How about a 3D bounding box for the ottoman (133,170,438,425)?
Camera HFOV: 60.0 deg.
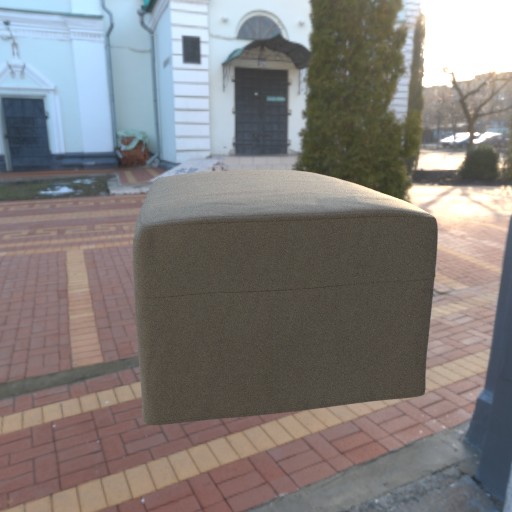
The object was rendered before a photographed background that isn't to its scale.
[{"bbox_3d":[0.000,0.000,1.214,0.590,0.444,0.872,-3,15,-10],"label":"ottoman"}]
